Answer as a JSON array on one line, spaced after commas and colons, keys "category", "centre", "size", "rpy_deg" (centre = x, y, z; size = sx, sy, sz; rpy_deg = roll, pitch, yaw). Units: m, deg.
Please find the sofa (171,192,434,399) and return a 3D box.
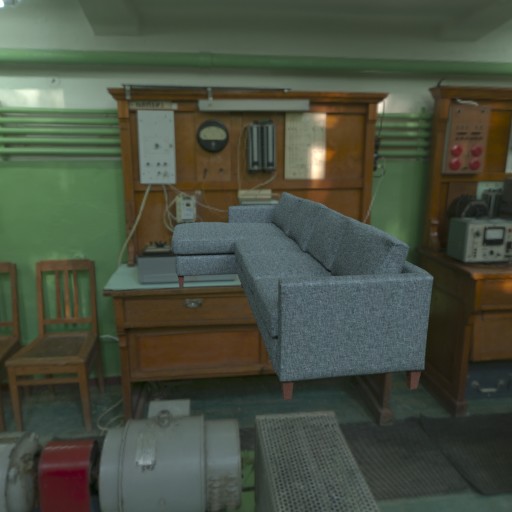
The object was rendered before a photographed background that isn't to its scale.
[{"category": "sofa", "centre": [0.000, 0.000, 4.182], "size": [1.635, 0.960, 3.485], "rpy_deg": [-2, 14, -8]}]
